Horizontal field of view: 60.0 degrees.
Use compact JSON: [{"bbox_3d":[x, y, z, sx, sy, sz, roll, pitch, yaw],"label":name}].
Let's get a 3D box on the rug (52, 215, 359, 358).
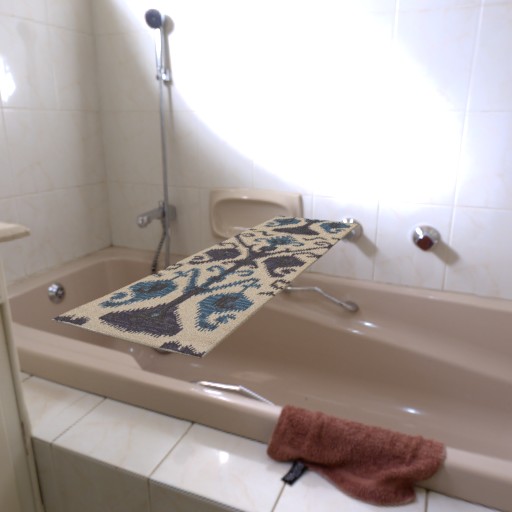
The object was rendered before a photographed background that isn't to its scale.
[{"bbox_3d":[0.000,0.000,2.584,0.692,0.017,2.301,8,18,24],"label":"rug"}]
